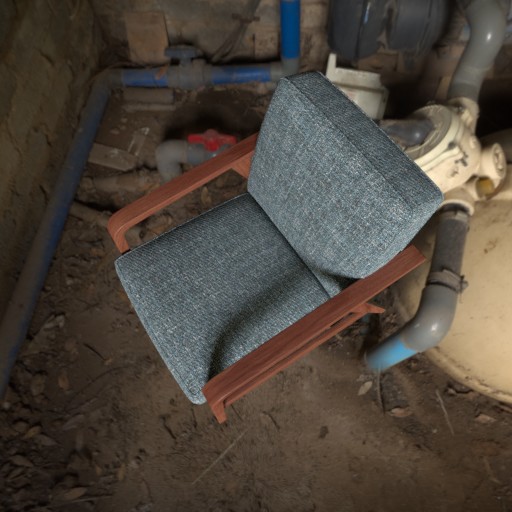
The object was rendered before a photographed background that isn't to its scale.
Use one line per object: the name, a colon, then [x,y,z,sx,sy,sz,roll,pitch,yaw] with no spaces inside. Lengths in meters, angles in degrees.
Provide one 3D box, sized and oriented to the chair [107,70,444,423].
chair: [0.000,0.000,1.538,0.889,0.864,0.719,-30,67,-14]
